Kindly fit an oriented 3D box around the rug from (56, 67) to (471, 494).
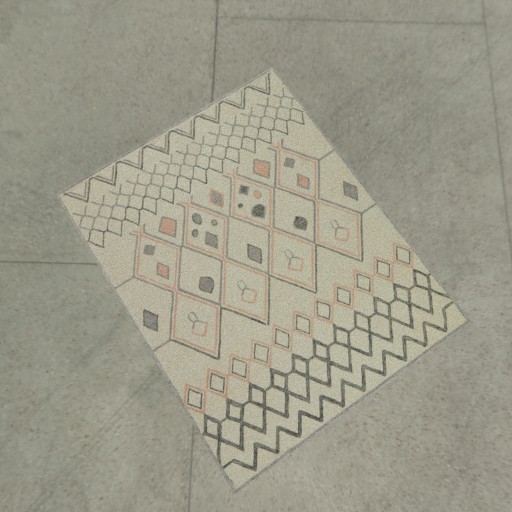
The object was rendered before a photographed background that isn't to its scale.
[{"bbox_3d":[0.000,0.000,3.973,2.441,0.016,3.050,-33,78,-8],"label":"rug"}]
